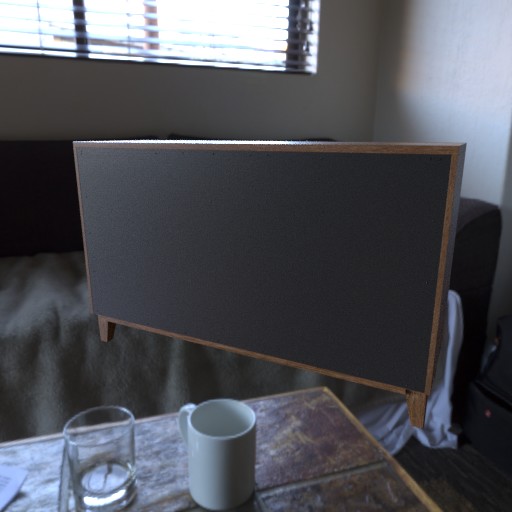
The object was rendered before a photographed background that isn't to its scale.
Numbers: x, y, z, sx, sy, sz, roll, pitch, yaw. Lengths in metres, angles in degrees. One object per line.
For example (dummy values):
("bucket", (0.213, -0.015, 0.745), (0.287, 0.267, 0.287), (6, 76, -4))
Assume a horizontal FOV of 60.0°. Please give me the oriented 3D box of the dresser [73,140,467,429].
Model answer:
("dresser", (0.000, 0.000, 1.753), (1.400, 0.873, 0.446), (8, 17, 26))
